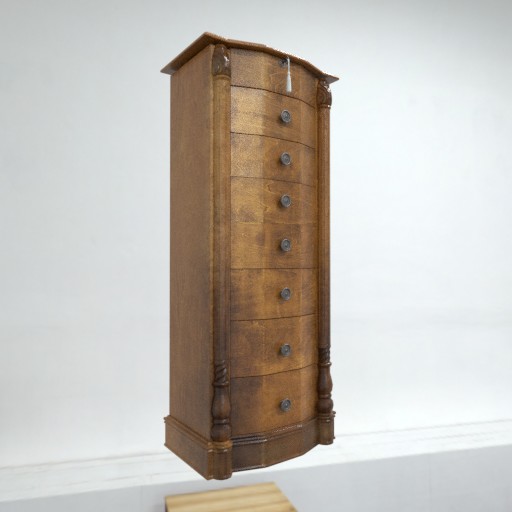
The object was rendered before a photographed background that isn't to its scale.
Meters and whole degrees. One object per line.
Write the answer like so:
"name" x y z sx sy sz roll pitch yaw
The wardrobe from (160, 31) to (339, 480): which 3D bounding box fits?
"wardrobe" 0.000 0.000 1.134 0.406 0.959 0.273 1 -1 -36
